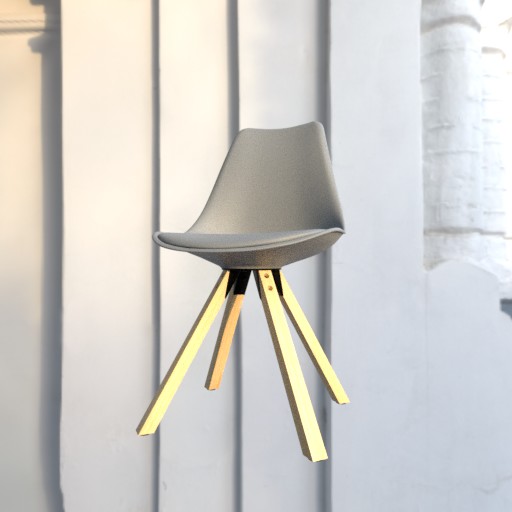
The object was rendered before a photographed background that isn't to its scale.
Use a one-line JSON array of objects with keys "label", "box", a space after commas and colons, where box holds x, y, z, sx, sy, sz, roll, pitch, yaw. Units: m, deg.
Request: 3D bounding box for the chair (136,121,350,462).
[{"label": "chair", "box": [0.000, 0.000, 1.198, 0.485, 0.850, 0.549, 0, 0, 19]}]
